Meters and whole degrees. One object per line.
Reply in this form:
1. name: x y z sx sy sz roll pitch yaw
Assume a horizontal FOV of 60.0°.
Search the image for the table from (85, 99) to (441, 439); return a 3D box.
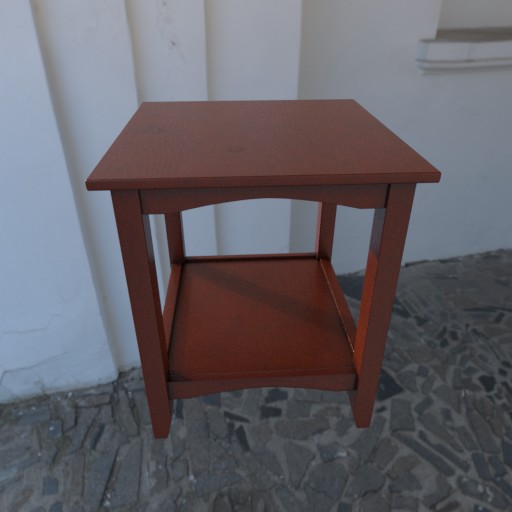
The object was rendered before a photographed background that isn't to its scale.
1. table: 0.000 0.000 0.976 0.522 0.558 0.523 -1 31 -1
